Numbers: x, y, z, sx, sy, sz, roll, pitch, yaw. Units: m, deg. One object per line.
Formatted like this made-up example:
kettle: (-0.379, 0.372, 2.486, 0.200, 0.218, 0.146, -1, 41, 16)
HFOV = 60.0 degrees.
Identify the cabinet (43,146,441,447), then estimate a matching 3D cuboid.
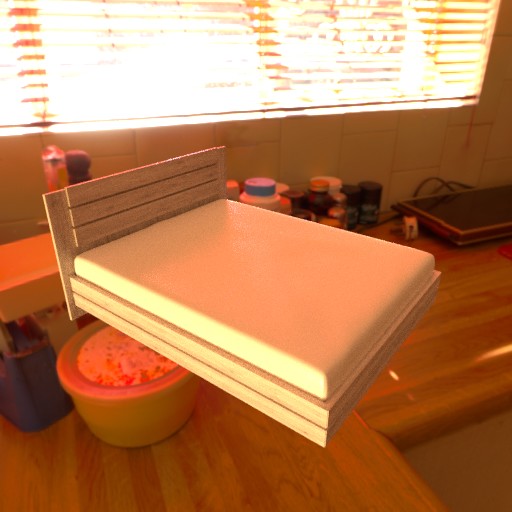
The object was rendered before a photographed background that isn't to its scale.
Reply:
cabinet: (0.000, 0.000, 3.085, 2.080, 0.970, 1.750, 19, 32, 33)
